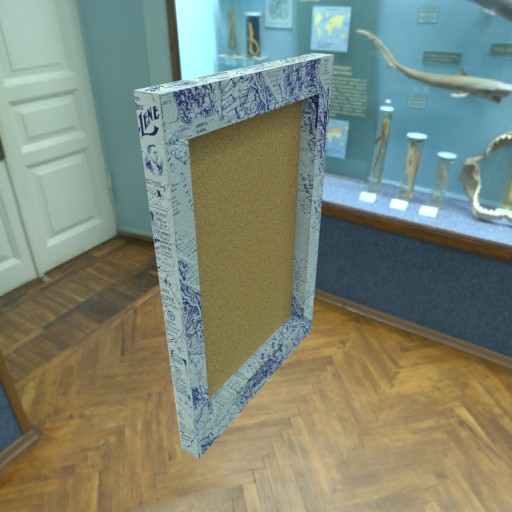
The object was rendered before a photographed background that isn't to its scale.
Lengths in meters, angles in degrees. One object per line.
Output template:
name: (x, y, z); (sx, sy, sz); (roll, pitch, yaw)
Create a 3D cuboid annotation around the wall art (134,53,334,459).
wall art: (0.000, 0.000, 0.477); (0.025, 0.376, 0.255); (19, 36, 29)
